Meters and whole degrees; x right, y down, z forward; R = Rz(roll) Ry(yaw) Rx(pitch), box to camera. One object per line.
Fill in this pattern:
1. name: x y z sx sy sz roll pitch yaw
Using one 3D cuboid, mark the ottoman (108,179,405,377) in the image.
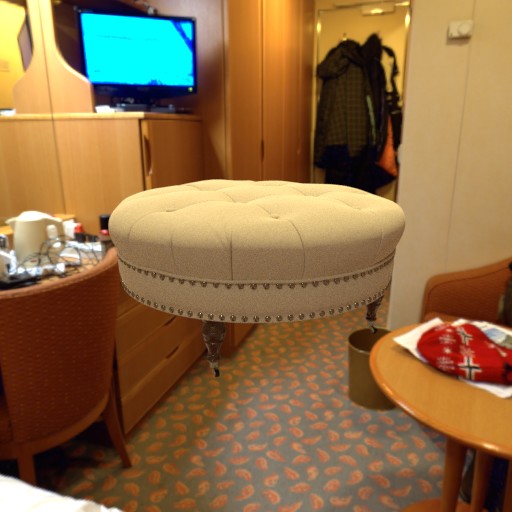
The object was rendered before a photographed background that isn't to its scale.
1. ottoman: 0.000 0.000 1.432 0.901 0.439 0.901 0 16 0
